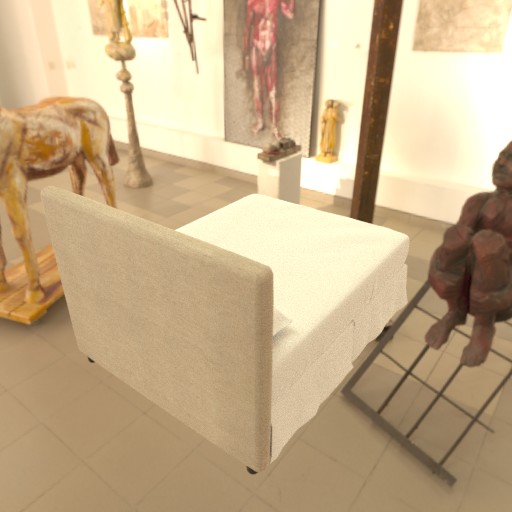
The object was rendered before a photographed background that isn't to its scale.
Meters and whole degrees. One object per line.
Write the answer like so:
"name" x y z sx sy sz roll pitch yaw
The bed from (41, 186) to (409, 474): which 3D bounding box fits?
"bed" 0.000 0.000 3.243 1.713 1.330 2.162 20 35 32
